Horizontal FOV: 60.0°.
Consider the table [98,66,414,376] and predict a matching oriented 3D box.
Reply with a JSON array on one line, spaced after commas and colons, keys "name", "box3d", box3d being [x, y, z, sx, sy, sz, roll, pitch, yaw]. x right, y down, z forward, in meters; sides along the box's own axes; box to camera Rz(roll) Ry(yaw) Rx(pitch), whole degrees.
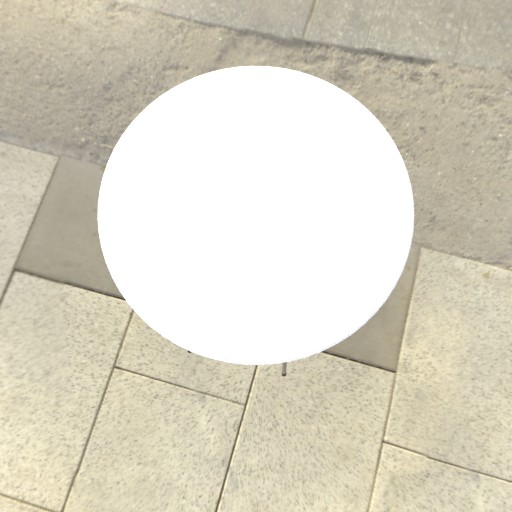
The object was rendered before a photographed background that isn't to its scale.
[{"name": "table", "box3d": [0.000, 0.000, 1.642, 0.792, 1.105, 0.795, 13, 76, 3]}]
